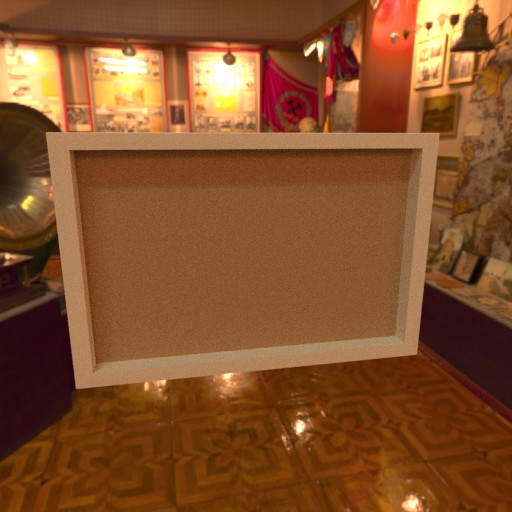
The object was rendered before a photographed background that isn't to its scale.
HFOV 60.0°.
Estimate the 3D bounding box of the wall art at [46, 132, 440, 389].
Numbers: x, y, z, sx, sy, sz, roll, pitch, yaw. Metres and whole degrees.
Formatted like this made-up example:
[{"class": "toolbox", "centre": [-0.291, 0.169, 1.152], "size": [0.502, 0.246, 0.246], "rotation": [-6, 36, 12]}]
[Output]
[{"class": "wall art", "centre": [0.000, 0.000, 0.475], "size": [0.384, 0.254, 0.039], "rotation": [-3, 15, -10]}]
